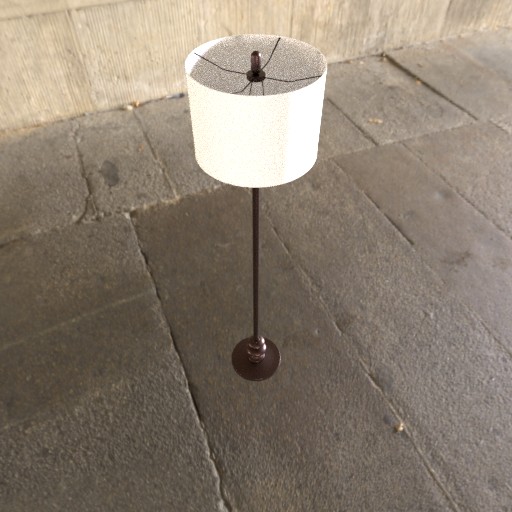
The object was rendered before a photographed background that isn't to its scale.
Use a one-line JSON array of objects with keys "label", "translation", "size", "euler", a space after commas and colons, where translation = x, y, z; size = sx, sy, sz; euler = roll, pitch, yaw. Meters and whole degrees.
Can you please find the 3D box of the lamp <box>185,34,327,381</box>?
[{"label": "lamp", "translation": [0.000, 0.000, 1.639], "size": [0.356, 1.487, 0.356], "euler": [16, 49, 15]}]
